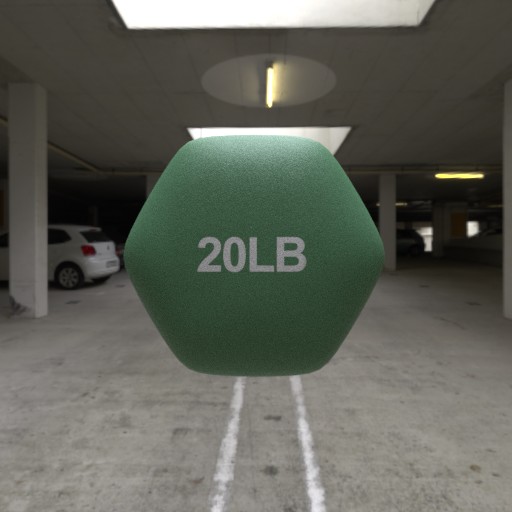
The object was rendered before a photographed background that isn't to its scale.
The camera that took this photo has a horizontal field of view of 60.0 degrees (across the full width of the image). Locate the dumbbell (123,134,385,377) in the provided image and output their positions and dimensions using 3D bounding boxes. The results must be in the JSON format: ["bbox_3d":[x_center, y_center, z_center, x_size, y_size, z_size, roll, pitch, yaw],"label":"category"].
[{"bbox_3d":[0.000,0.000,0.318,0.126,0.114,0.257,0,0,1],"label":"dumbbell"}]
